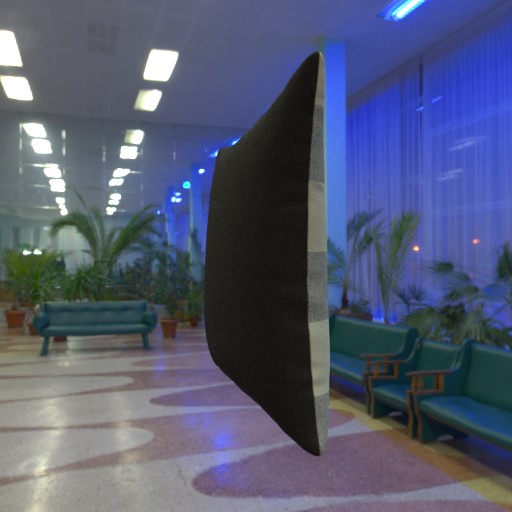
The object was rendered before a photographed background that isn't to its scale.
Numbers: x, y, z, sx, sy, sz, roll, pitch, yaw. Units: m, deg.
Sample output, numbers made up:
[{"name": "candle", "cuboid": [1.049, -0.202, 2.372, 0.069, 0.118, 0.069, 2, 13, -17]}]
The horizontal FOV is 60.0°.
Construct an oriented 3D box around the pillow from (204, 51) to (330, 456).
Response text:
[{"name": "pillow", "cuboid": [0.000, 0.000, 0.792, 0.161, 0.509, 0.511, 0, -1, -18]}]
